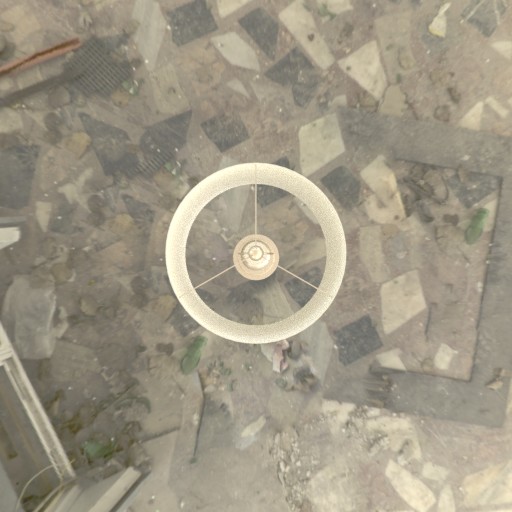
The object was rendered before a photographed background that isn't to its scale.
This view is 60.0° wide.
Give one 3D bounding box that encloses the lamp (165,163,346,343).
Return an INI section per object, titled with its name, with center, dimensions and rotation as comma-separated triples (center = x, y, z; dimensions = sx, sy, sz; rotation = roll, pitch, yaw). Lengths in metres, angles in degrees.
[lamp]
center = 0.000, 0.000, 1.688
dimensions = 0.394, 1.474, 0.394
rotation = 0, 89, 0
